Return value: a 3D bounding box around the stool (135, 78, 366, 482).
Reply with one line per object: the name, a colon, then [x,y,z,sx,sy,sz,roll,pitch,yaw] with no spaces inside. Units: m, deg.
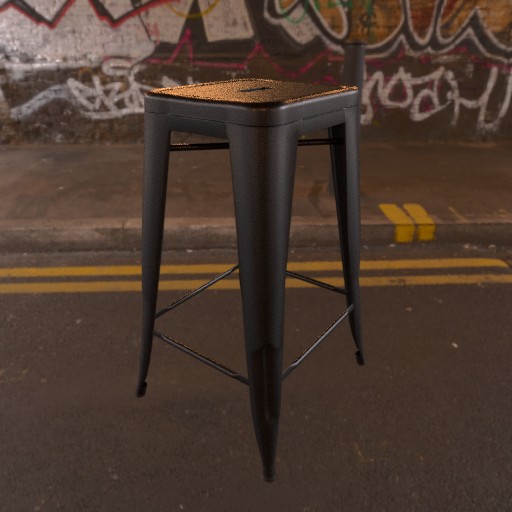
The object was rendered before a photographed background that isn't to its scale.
stool: [0.000,0.000,0.854,0.359,0.609,0.399,18,32,32]
